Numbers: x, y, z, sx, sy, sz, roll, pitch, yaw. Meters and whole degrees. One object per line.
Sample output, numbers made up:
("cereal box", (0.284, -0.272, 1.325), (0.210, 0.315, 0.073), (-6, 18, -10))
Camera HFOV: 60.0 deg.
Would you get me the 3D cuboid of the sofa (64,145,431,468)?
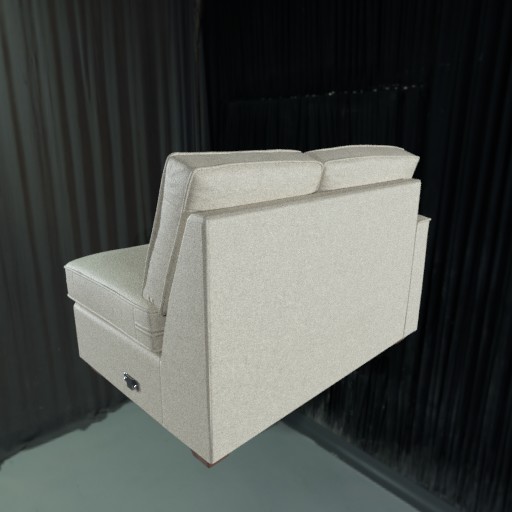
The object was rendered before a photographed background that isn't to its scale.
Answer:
("sofa", (0.000, 0.000, 2.010), (1.388, 0.989, 0.991), (-16, 22, -43))
